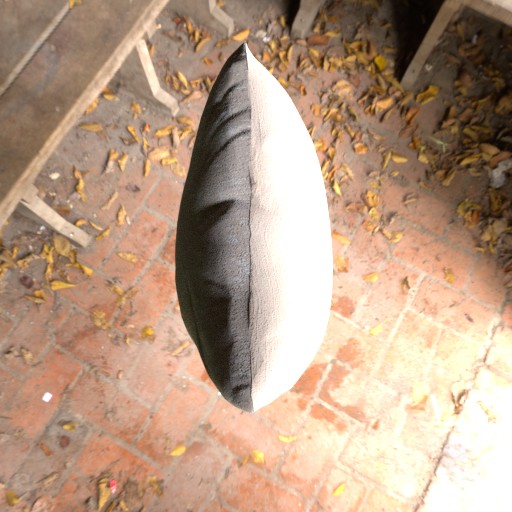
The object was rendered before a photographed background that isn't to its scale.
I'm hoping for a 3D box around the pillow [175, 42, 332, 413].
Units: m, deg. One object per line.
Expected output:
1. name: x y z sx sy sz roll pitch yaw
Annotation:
1. pillow: 0.000 0.000 0.713 0.245 0.448 0.450 1 76 0
